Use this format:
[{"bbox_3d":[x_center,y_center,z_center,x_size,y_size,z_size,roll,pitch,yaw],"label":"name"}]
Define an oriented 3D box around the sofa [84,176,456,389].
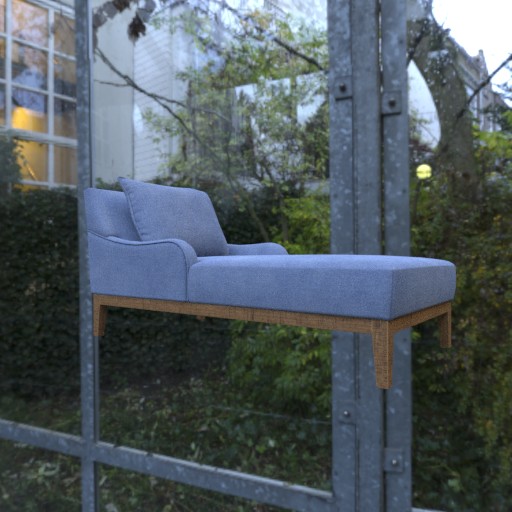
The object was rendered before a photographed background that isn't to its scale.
[{"bbox_3d":[0.000,0.000,2.321,1.779,0.883,0.904,0,0,37],"label":"sofa"}]
